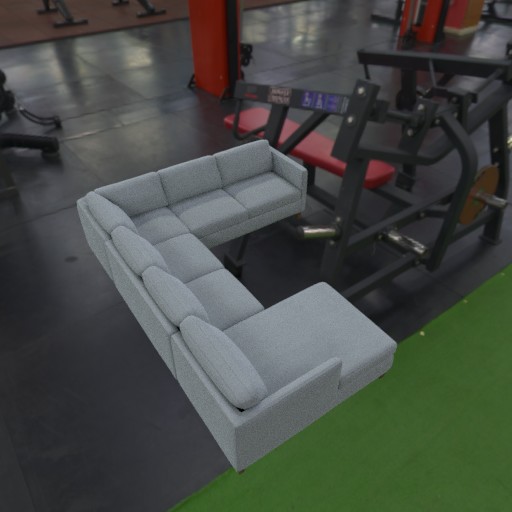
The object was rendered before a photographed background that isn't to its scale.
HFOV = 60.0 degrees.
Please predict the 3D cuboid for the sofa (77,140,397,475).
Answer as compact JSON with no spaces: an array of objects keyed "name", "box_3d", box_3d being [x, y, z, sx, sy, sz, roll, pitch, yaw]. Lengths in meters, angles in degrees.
[{"name":"sofa","box_3d":[0.000,0.000,4.460,2.551,0.853,3.238,-24,45,-26]}]
